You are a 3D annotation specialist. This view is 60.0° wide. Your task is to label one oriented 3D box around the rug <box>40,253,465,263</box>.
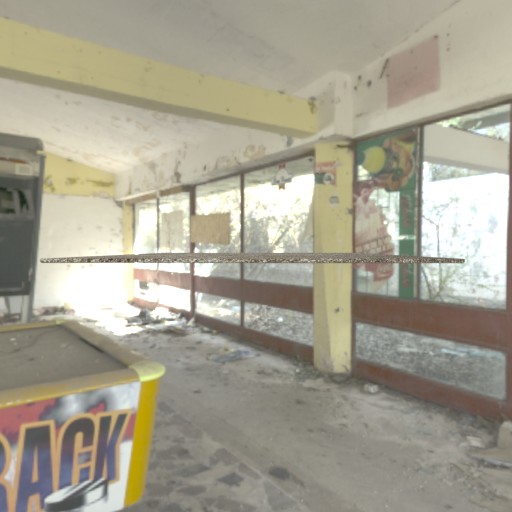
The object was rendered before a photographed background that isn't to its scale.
[{"bbox_3d":[0.000,0.000,3.987,2.401,0.025,3.000,0,1,1],"label":"rug"}]
